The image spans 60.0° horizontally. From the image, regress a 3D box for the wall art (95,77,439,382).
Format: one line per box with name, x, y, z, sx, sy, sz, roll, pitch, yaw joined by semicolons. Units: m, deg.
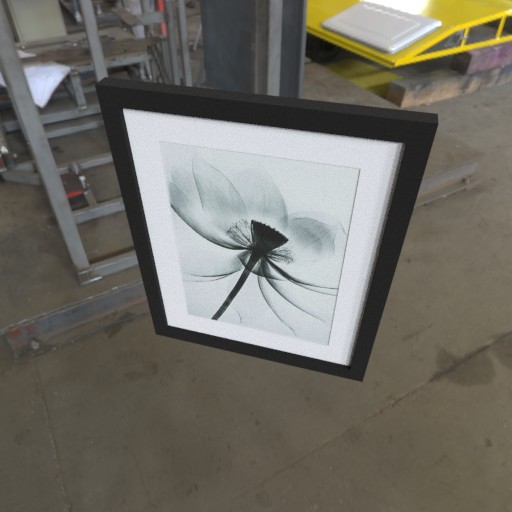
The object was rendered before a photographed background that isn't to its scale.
wall art;0.000;0.000;0.769;0.457;0.559;0.029;10;43;11
